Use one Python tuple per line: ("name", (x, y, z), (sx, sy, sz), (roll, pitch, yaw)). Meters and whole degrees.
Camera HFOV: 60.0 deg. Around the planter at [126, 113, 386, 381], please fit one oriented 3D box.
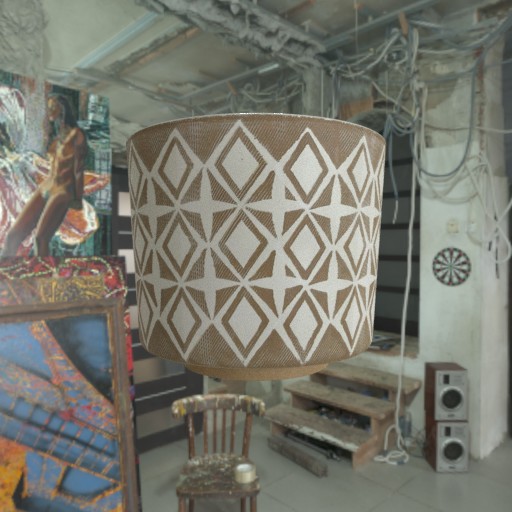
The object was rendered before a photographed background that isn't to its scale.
("planter", (0.000, 0.000, 0.464), (0.260, 0.220, 0.260), (0, 1, 0))
